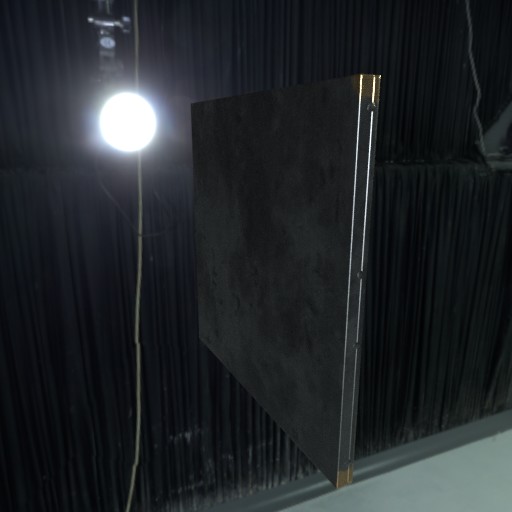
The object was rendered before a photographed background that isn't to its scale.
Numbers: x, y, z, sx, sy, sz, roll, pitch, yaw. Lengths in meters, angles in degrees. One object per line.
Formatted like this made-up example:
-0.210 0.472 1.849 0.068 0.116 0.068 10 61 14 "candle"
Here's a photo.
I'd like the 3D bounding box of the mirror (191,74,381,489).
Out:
0.000 0.000 0.552 0.020 0.381 0.382 -8 17 -27 "mirror"
